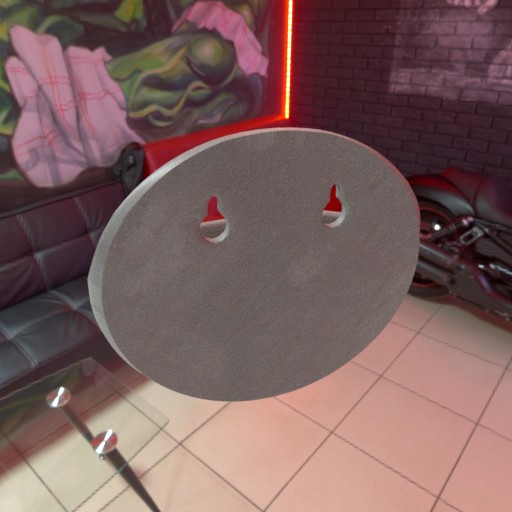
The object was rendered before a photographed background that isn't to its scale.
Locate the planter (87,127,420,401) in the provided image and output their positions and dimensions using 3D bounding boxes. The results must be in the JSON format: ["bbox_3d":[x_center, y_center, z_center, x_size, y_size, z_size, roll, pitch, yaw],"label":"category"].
[{"bbox_3d":[0.000,0.000,0.269,0.190,0.164,0.073,-8,28,-15],"label":"planter"}]
